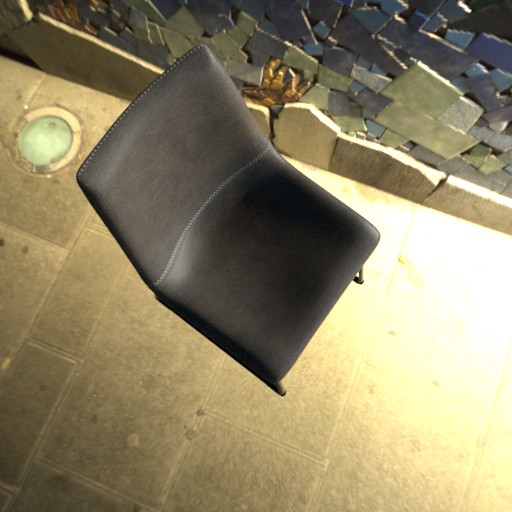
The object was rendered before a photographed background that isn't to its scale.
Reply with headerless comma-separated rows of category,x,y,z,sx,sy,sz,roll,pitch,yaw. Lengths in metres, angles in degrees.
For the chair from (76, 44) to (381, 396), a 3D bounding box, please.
chair,0.000,0.000,1.088,0.550,0.780,0.460,36,78,9
